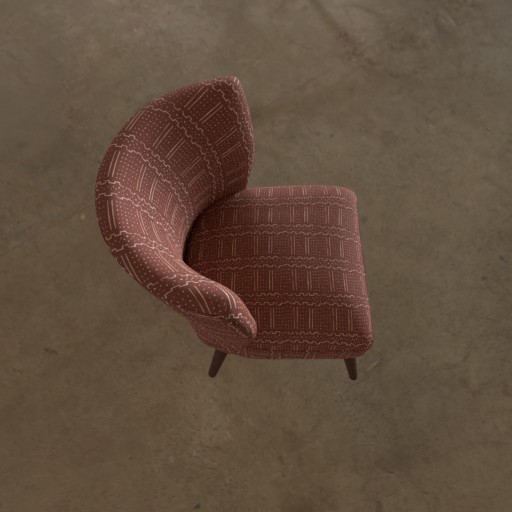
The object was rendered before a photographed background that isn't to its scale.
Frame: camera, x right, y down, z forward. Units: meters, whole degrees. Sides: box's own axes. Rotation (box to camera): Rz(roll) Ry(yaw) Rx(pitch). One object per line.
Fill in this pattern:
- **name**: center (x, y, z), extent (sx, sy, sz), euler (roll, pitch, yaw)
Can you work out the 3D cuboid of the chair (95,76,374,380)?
- **chair**: center (0.000, 0.000, 1.421), extent (0.758, 0.866, 0.706), euler (-1, 63, 0)
